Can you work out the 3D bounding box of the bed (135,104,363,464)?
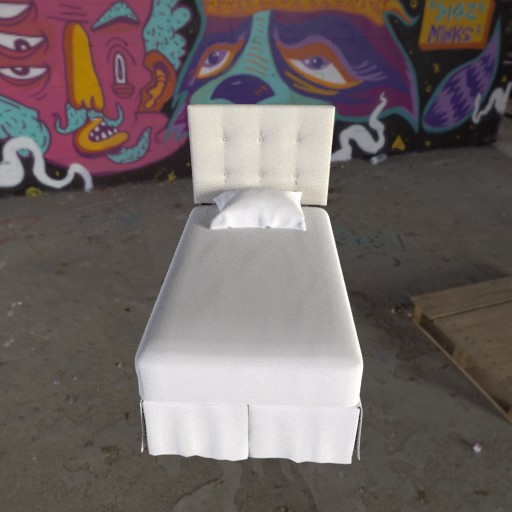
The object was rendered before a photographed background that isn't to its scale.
[{"bbox_3d":[0.000,0.000,2.983,1.261,1.571,1.997,1,31,2],"label":"bed"}]
